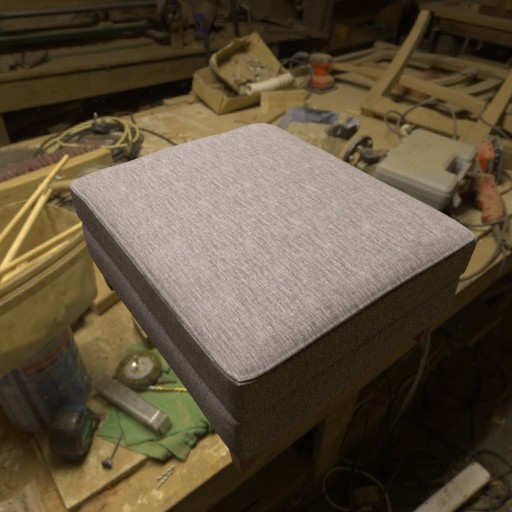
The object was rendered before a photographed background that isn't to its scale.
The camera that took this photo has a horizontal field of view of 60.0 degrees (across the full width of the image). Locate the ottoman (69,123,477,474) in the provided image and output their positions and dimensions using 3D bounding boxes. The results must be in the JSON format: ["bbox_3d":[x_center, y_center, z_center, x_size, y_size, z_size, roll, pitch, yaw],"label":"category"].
[{"bbox_3d":[0.000,0.000,1.451,0.839,0.492,0.994,-26,46,-27],"label":"ottoman"}]
